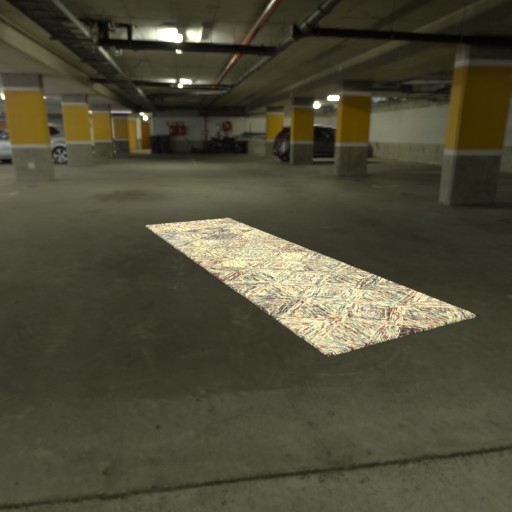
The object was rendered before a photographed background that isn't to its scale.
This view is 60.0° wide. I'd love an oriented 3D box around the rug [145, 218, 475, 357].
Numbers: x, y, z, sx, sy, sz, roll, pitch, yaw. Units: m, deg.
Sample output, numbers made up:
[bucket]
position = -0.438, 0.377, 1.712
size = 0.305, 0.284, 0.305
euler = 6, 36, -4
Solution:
[rug]
position = 0.000, 0.000, 2.496
size = 0.688, 0.015, 2.292
euler = -8, 17, -26
